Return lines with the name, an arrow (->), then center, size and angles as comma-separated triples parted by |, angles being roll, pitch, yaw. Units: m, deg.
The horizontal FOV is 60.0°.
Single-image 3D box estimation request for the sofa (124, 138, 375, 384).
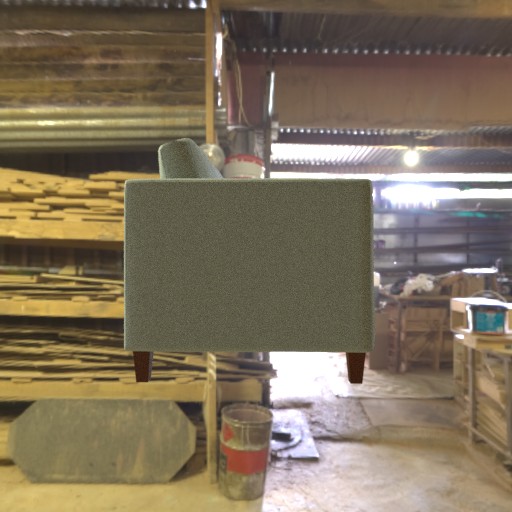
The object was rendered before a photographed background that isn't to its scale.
sofa -> 0.000, 0.000, 2.694 | 0.951, 0.965, 2.208 | 0, 0, 1
